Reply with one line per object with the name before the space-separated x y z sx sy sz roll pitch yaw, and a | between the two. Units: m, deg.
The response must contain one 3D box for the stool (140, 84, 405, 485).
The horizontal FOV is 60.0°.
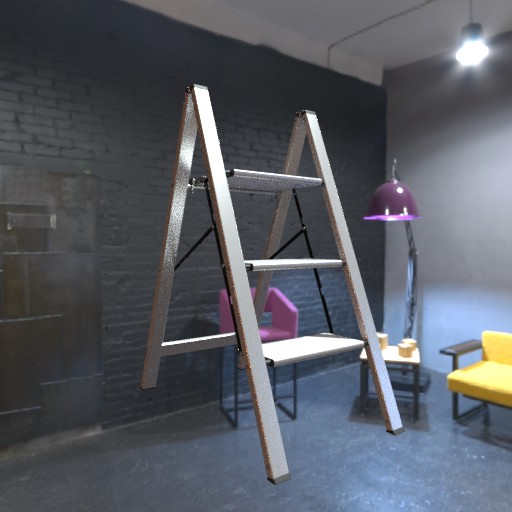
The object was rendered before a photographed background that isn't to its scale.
stool | 0.000 0.000 1.306 0.441 0.902 0.730 -2 3 -36
